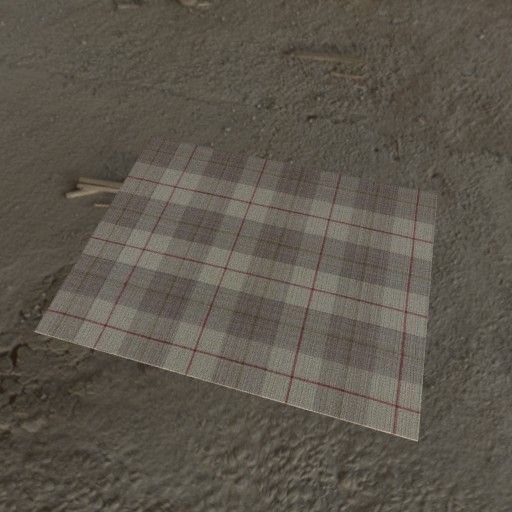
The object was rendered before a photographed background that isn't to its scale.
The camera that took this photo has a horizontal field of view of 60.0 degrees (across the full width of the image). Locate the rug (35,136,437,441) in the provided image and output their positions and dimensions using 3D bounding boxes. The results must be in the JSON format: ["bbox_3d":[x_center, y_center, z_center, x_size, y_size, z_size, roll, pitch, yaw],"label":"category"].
[{"bbox_3d":[0.000,0.000,3.870,2.959,0.016,2.317,13,58,9],"label":"rug"}]
